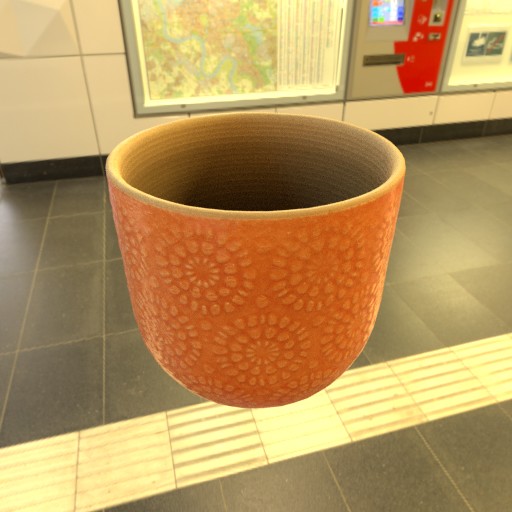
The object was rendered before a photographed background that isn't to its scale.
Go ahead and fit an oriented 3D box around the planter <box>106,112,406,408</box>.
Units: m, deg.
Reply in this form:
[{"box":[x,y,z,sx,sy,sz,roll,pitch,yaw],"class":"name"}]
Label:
[{"box":[0.000,0.000,0.292,0.170,0.152,0.170,0,32,0],"class":"planter"}]
